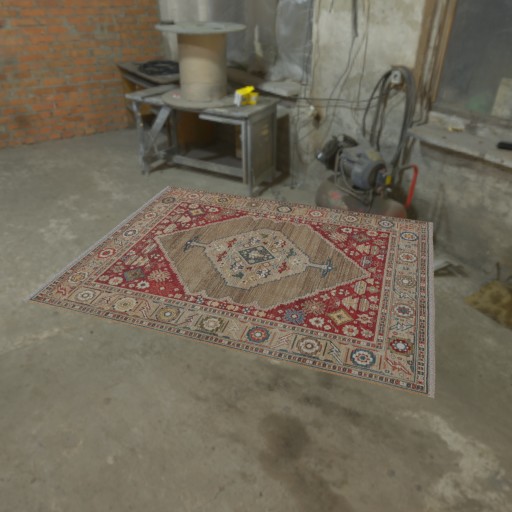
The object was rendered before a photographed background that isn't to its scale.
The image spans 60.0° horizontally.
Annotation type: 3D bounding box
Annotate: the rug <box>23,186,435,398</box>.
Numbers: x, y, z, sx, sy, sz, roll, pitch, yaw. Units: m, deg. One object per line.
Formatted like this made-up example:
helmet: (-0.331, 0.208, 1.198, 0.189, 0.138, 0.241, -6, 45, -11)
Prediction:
rug: (0.000, 0.000, 4.124, 3.143, 0.008, 2.451, 10, 33, 15)
